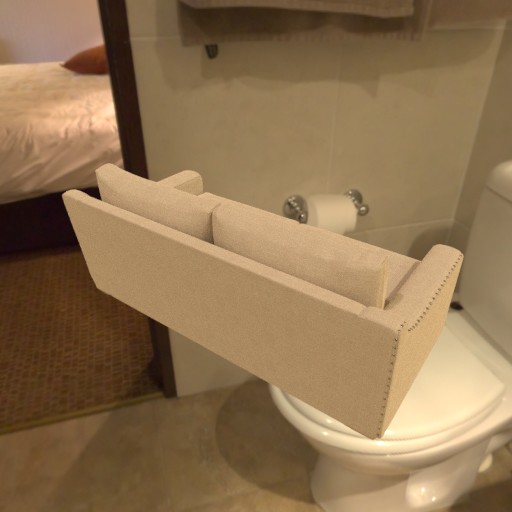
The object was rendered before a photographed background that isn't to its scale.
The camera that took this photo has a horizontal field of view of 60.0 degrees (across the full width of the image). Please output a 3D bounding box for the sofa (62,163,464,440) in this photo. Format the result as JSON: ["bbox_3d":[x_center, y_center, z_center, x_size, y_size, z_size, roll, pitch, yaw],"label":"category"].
[{"bbox_3d":[0.000,0.000,2.690,2.107,0.983,1.104,21,38,30],"label":"sofa"}]
